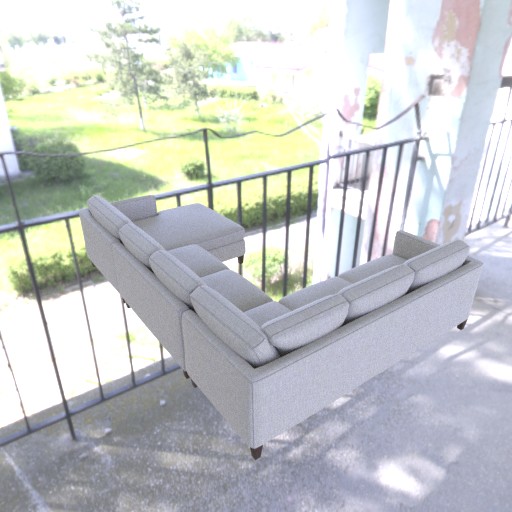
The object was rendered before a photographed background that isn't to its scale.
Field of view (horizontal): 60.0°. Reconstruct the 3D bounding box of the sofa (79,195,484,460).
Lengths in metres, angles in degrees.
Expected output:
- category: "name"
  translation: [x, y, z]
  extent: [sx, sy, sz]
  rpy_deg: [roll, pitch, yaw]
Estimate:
- category: "sofa"
  translation: [0.000, 0.000, 4.543]
  extent: [2.551, 0.889, 3.403]
  rpy_deg: [-19, 33, -32]
